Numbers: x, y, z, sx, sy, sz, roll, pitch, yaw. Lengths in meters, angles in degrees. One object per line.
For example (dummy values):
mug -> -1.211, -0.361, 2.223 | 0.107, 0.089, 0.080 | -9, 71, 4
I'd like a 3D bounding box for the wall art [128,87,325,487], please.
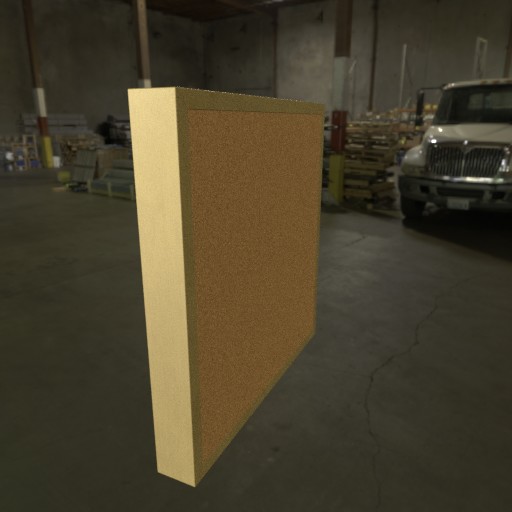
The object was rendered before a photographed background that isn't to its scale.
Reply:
wall art -> 0.000, 0.000, 0.455 | 0.038, 0.305, 0.305 | 8, 19, 25
